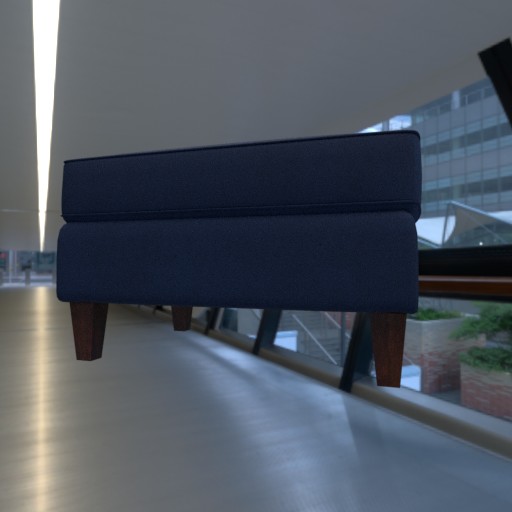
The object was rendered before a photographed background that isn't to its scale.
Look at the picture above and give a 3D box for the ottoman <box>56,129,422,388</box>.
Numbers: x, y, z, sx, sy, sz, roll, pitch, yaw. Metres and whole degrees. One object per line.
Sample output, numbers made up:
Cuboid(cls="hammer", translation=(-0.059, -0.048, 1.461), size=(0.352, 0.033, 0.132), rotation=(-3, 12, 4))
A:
Cuboid(cls="ottoman", translation=(0.000, 0.000, 1.385), size=(0.965, 0.584, 0.686), rotation=(0, -1, 19))
